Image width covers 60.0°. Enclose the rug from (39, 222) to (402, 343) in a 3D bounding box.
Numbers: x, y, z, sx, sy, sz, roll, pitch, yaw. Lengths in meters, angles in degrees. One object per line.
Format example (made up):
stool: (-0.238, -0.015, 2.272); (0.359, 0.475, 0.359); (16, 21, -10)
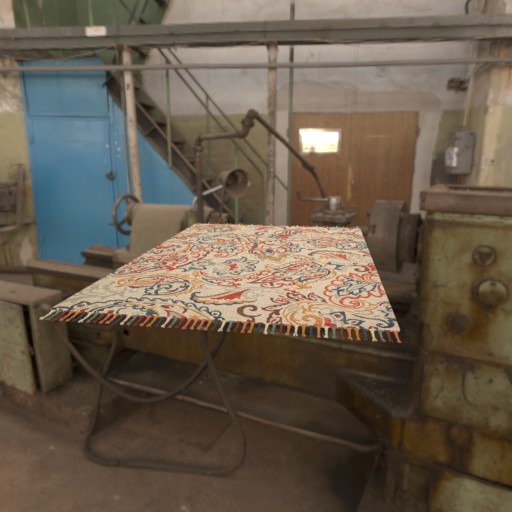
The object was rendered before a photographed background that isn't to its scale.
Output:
rug: (0.000, 0.000, 2.380); (1.218, 0.010, 1.997); (2, 14, 9)
